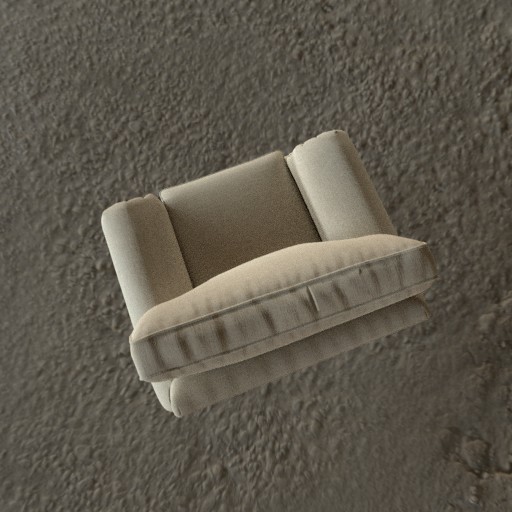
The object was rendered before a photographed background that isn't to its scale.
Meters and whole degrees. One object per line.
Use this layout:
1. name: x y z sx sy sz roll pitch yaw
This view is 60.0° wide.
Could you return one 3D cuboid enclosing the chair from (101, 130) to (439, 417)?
1. chair: 0.000 0.000 1.846 1.092 0.961 0.965 -20 76 -5
